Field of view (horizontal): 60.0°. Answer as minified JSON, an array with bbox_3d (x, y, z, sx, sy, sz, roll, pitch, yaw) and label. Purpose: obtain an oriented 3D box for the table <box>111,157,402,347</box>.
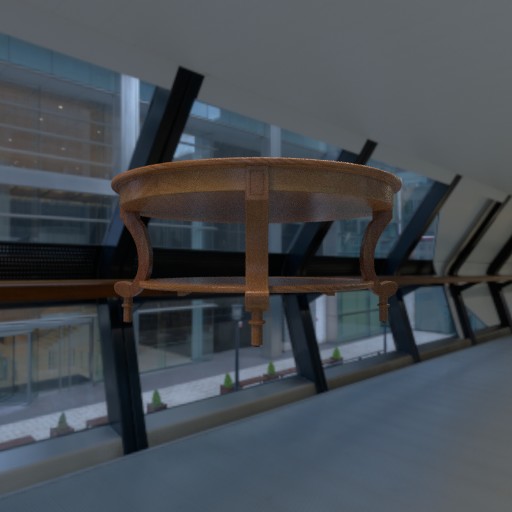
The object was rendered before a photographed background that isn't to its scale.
[{"bbox_3d":[0.000,0.000,1.639,1.029,0.490,1.029,0,-1,0],"label":"table"}]
